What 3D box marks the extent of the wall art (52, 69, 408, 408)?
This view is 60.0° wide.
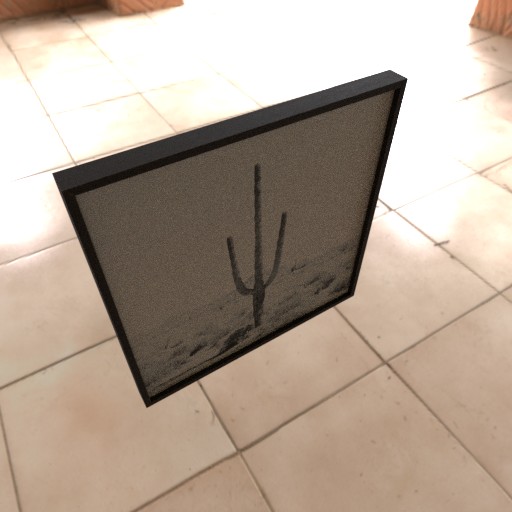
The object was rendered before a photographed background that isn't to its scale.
[{"bbox_3d":[0.000,0.000,0.754,0.508,0.508,0.038,-24,51,-22],"label":"wall art"}]
